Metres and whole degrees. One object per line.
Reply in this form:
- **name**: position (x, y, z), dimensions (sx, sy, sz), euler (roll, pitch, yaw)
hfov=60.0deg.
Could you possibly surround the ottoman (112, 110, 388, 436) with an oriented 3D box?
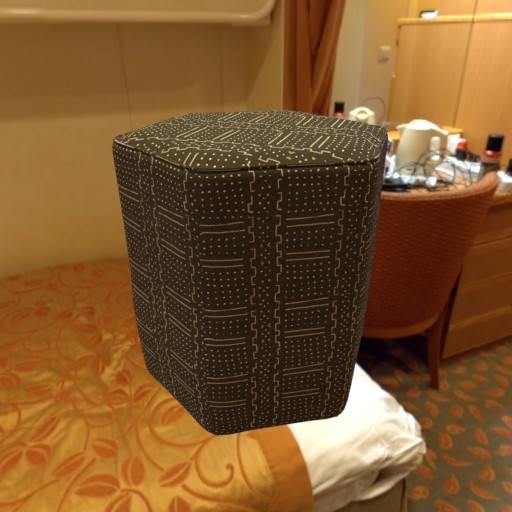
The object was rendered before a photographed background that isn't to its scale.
- **ottoman**: position (0.000, 0.000, 0.881), dimensions (0.443, 0.502, 0.494), euler (9, 28, 17)
